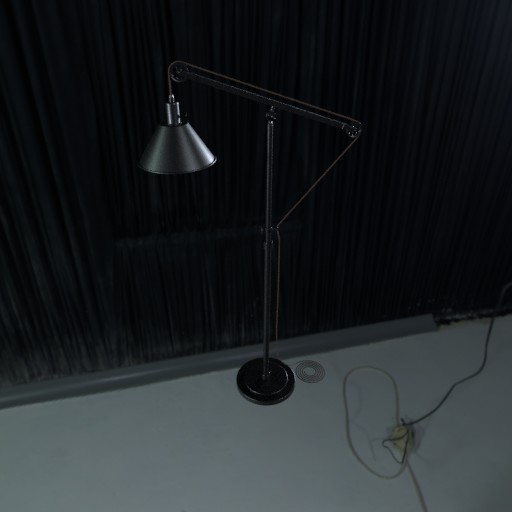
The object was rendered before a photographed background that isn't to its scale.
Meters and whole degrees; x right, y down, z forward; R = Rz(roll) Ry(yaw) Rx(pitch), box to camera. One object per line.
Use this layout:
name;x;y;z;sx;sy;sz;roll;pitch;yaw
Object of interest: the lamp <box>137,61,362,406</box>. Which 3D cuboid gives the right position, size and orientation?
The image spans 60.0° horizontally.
lamp;0.000;0.000;1.975;0.904;1.626;0.319;-9;32;-14
